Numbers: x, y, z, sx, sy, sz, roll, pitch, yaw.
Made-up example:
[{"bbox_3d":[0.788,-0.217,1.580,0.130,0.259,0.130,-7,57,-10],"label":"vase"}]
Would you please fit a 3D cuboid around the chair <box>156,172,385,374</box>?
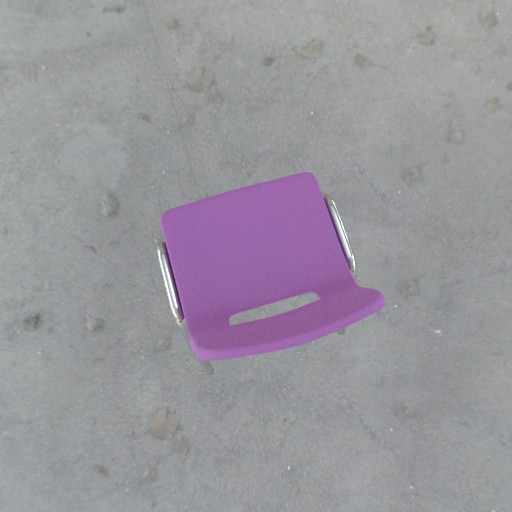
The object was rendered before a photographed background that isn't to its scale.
[{"bbox_3d":[0.000,0.000,0.680,0.291,0.493,0.301,-16,77,-4],"label":"chair"}]
